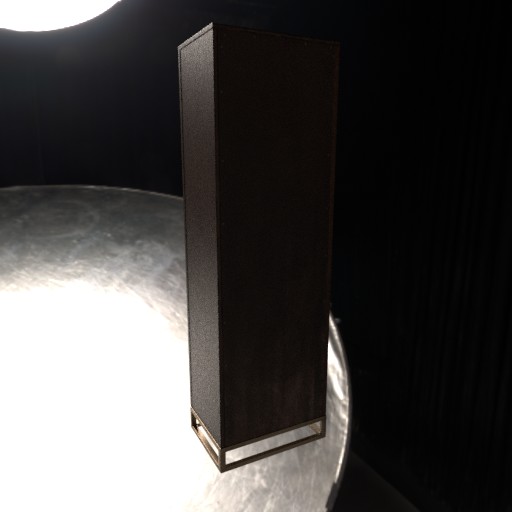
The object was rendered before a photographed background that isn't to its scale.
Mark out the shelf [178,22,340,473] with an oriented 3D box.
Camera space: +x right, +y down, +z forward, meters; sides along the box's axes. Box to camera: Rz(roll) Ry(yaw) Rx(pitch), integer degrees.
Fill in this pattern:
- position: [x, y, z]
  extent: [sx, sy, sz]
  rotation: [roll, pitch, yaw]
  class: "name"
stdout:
- position: [0.000, 0.000, 1.960]
  extent: [0.539, 1.732, 0.395]
  rotation: [-6, 14, -27]
  class: "shelf"
